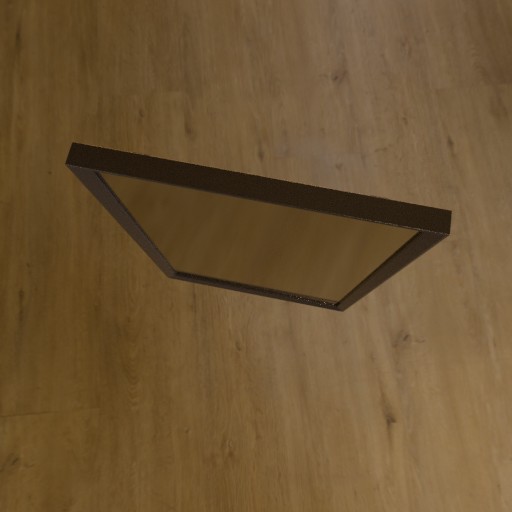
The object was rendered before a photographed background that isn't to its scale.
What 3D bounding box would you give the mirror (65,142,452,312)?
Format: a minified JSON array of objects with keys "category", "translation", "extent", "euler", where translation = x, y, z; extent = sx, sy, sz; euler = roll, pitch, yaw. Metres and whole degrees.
[{"category":"mirror","translation":[0.000,0.000,0.920],"extent":[0.507,0.710,0.039],"euler":[11,75,3]}]
